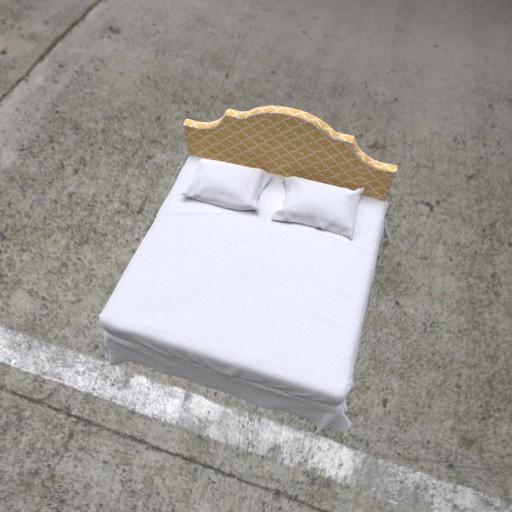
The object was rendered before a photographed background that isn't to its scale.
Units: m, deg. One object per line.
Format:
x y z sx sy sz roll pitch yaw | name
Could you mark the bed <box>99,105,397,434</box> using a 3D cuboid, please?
0.000 0.000 3.806 2.314 1.601 2.222 15 59 10 | bed
